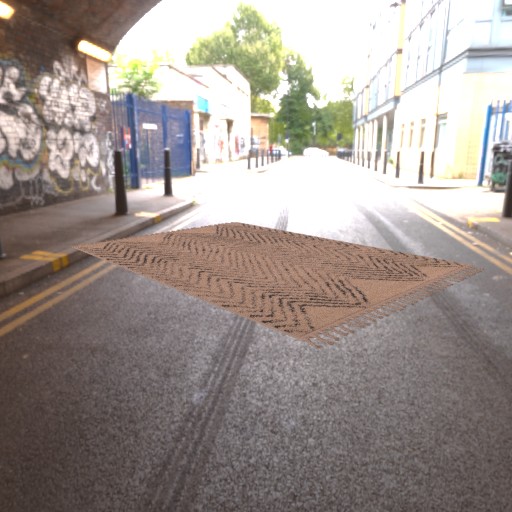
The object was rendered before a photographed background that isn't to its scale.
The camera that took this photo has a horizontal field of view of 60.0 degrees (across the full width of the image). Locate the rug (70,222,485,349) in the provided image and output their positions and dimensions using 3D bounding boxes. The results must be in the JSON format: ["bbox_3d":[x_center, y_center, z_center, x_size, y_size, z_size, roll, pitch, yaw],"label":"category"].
[{"bbox_3d":[0.000,0.000,2.301,1.230,0.014,1.847,-13,19,-42],"label":"rug"}]
